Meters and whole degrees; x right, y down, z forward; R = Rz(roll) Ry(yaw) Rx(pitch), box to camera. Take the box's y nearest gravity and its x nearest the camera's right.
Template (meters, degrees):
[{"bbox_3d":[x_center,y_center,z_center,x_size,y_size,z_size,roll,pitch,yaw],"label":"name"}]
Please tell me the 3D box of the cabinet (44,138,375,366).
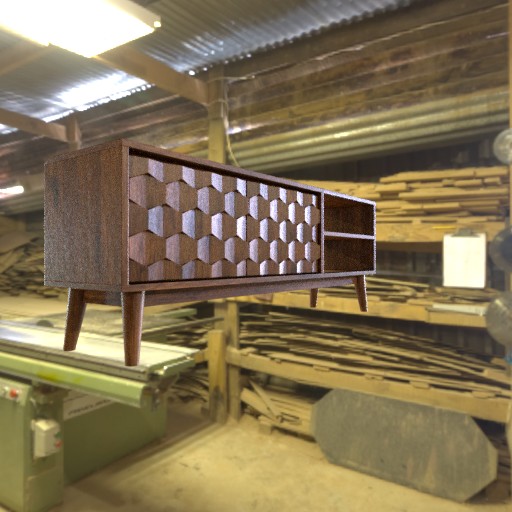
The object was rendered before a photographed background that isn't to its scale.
[{"bbox_3d":[0.000,0.000,1.682,0.349,0.528,1.448,0,0,38],"label":"cabinet"}]
